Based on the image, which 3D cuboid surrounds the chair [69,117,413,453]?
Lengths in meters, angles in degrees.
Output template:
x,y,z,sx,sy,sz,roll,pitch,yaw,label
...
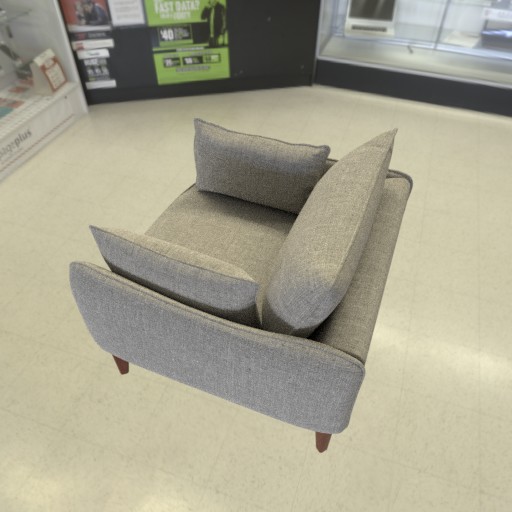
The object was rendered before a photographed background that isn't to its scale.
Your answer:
x,y,z,sx,sy,sz,roll,pitch,yaw,label
0.000,0.000,1.688,0.976,0.839,0.993,16,48,15,chair
